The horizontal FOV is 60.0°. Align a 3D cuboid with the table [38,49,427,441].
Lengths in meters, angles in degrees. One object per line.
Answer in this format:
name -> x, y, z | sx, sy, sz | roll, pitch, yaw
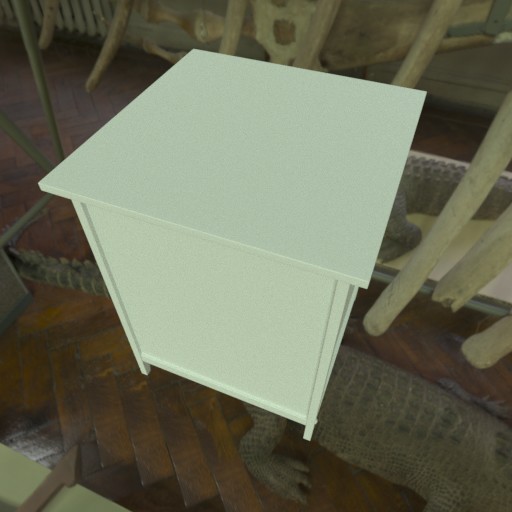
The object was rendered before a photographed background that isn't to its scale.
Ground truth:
table -> 0.000, 0.000, 0.753 | 0.381, 0.483, 0.381 | 17, 50, 15
